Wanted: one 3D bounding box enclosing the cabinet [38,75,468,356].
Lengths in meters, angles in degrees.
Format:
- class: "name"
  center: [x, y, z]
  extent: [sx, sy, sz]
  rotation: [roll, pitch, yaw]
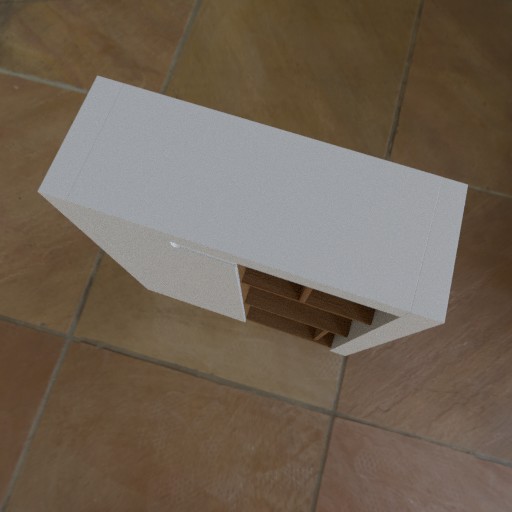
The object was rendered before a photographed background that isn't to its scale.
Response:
- class: "cabinet"
  center: [0.000, 0.000, 1.616]
  extent: [0.990, 1.150, 0.348]
  rotation: [18, 75, 5]
